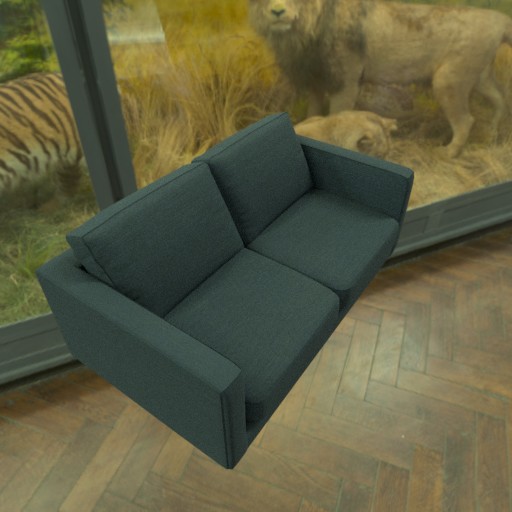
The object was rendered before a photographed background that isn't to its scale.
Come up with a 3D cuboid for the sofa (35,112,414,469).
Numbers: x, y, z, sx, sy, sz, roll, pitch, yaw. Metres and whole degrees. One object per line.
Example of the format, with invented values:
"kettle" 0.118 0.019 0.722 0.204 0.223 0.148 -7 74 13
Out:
"sofa" 0.000 0.000 2.222 0.999 0.907 1.659 25 46 26
